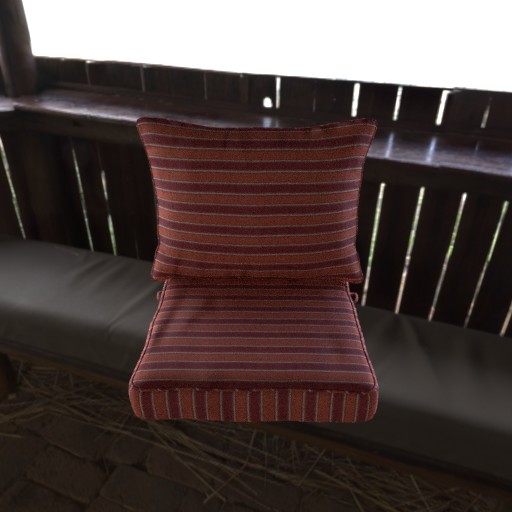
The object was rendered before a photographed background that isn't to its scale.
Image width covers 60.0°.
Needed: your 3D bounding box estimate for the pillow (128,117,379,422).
[{"bbox_3d":[0.000,0.000,1.383,0.799,0.723,0.733,0,30,1],"label":"pillow"}]
